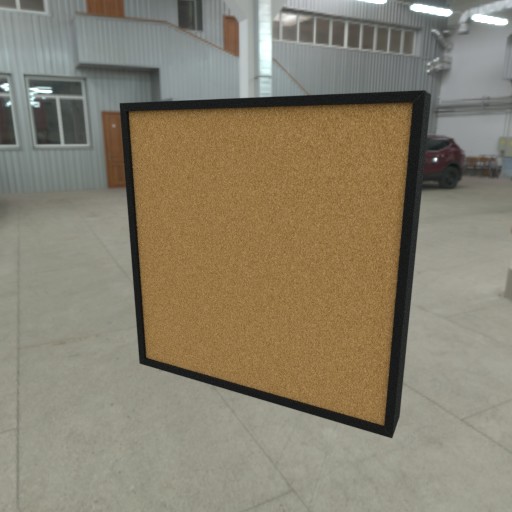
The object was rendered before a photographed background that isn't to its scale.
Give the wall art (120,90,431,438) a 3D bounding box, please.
[{"bbox_3d":[0.000,0.000,0.456,0.305,0.305,0.037,8,17,26],"label":"wall art"}]
